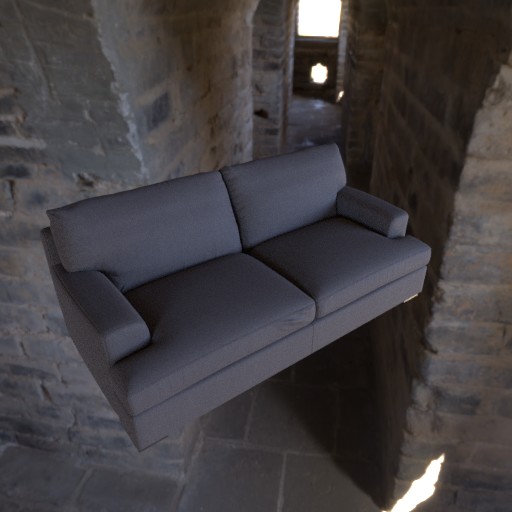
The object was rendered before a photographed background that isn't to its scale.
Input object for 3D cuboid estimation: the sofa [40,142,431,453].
[{"bbox_3d":[0.000,0.000,2.806,2.271,0.950,1.140,-21,36,-31],"label":"sofa"}]
